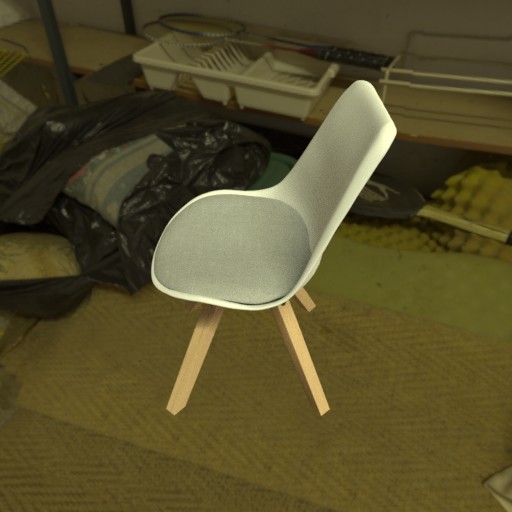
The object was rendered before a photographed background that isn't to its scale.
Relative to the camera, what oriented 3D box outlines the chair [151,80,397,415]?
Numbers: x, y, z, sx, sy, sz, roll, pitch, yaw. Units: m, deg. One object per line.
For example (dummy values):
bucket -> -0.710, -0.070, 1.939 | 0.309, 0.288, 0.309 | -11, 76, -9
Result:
chair -> 0.000, 0.000, 1.194 | 0.550, 0.850, 0.485 | 0, 41, 0
